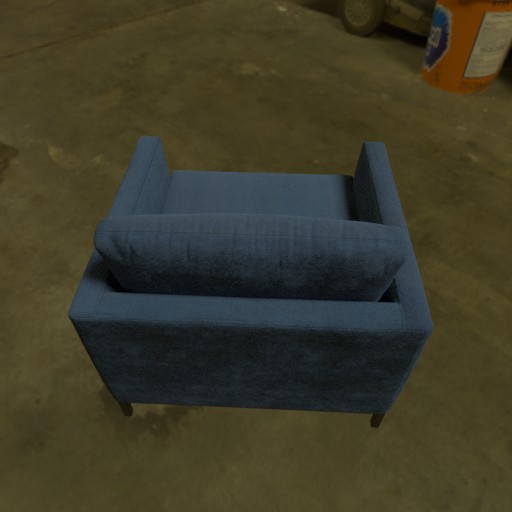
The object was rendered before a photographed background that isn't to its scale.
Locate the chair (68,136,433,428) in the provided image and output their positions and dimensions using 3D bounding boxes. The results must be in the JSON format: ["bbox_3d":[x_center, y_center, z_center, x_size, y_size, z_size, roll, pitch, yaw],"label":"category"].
[{"bbox_3d":[0.000,0.000,1.564,0.964,0.812,0.875,2,47,2],"label":"chair"}]
